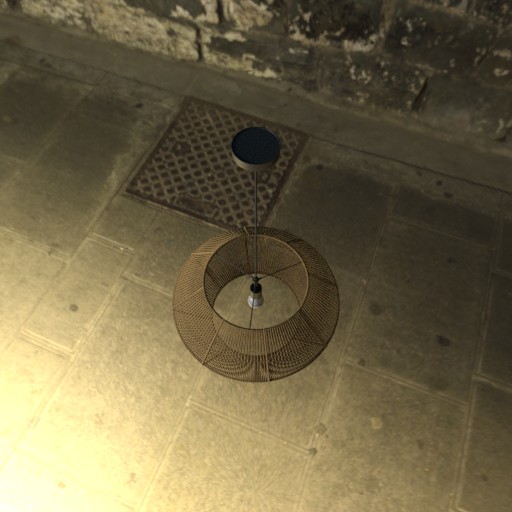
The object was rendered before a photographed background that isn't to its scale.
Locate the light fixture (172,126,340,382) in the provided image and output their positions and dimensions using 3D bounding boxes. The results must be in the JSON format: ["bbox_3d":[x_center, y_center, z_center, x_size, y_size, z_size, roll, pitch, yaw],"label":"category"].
[{"bbox_3d":[0.000,0.000,1.394,0.643,1.009,0.643,0,62,0],"label":"light fixture"}]
